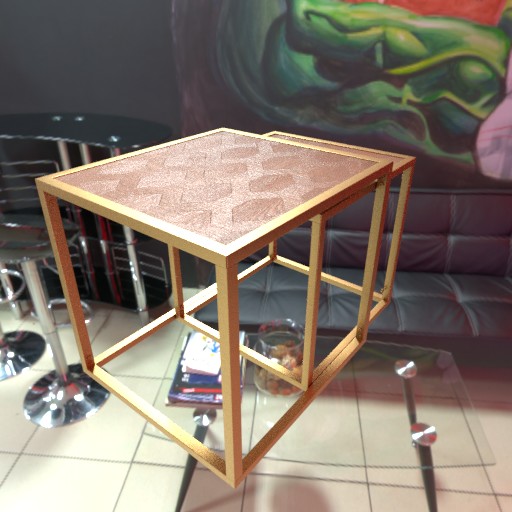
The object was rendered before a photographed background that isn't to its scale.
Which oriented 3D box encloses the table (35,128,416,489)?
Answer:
[{"bbox_3d":[0.000,0.000,1.111,0.505,0.505,0.762,21,35,33],"label":"table"}]
